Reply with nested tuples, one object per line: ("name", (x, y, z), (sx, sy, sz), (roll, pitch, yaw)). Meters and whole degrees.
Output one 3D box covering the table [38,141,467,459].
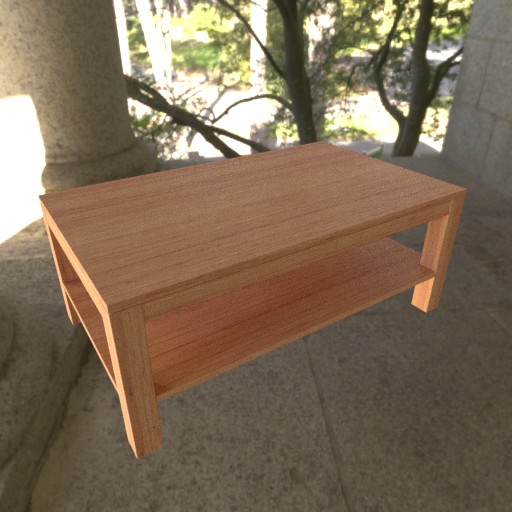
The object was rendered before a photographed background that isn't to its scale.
("table", (0.000, 0.000, 1.492), (1.146, 0.457, 0.695), (-18, 34, -29))
